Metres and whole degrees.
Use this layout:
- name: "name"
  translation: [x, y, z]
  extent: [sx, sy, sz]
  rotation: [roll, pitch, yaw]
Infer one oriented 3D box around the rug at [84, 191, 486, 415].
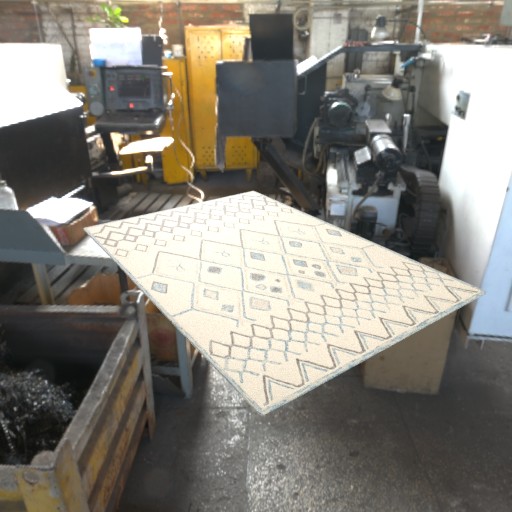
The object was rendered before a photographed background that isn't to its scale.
- name: "rug"
  translation: [0.000, 0.000, 2.333]
  extent: [1.260, 0.009, 1.820]
  rotation: [-17, 31, -32]
